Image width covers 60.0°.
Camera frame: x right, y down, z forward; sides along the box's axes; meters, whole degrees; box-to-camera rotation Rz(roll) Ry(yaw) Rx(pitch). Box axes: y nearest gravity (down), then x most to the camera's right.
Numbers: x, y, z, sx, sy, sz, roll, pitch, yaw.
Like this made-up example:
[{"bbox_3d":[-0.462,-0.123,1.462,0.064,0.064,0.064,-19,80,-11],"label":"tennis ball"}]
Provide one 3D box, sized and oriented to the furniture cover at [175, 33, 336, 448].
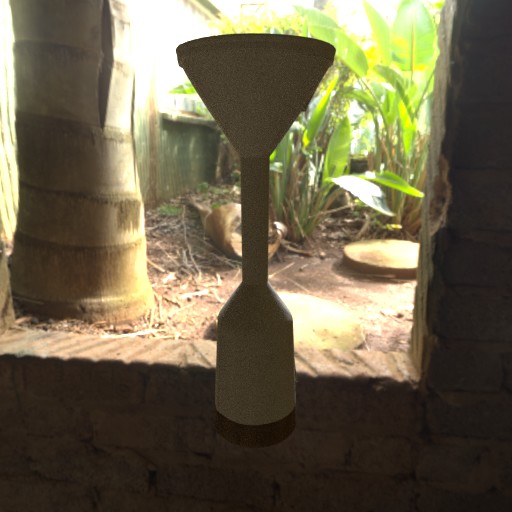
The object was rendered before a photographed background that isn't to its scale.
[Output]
[{"bbox_3d":[0.000,0.000,2.830,0.914,2.413,0.914,-7,16,-26],"label":"furniture cover"}]
